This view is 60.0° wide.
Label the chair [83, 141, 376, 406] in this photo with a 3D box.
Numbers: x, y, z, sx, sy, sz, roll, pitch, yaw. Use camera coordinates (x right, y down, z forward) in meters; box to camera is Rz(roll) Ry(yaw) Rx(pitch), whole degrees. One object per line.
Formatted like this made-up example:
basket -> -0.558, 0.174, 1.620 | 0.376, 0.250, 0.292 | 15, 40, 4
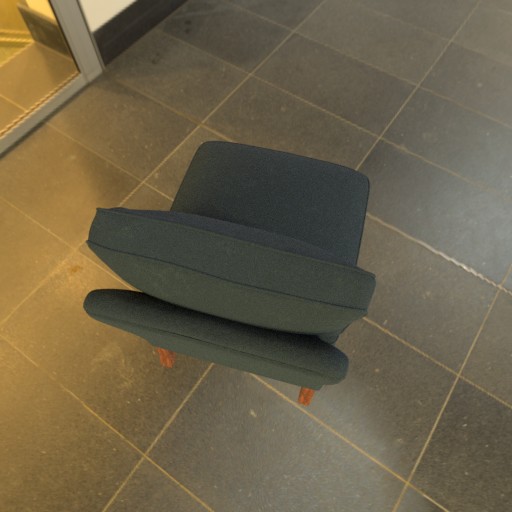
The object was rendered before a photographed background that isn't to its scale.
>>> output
chair -> 0.000, 0.000, 1.618 | 0.724, 1.052, 0.912 | 14, 63, 7
